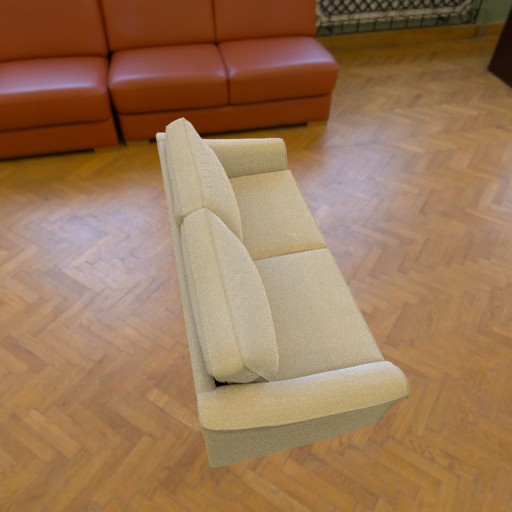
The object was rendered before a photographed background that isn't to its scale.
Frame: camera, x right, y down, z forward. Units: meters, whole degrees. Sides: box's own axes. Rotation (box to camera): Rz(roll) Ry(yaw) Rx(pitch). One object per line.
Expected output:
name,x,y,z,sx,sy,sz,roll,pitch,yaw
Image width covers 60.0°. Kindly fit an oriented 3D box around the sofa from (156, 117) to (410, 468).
sofa,0.000,0.000,2.755,0.980,0.965,2.270,-10,47,-9
